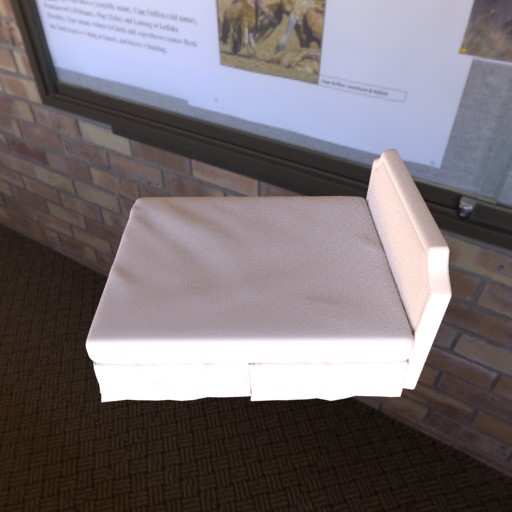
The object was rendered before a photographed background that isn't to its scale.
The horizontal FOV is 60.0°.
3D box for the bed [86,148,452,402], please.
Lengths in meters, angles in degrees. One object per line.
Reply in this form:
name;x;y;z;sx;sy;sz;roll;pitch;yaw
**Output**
bed;0.000;0.000;3.763;2.498;1.293;1.977;0;41;0
